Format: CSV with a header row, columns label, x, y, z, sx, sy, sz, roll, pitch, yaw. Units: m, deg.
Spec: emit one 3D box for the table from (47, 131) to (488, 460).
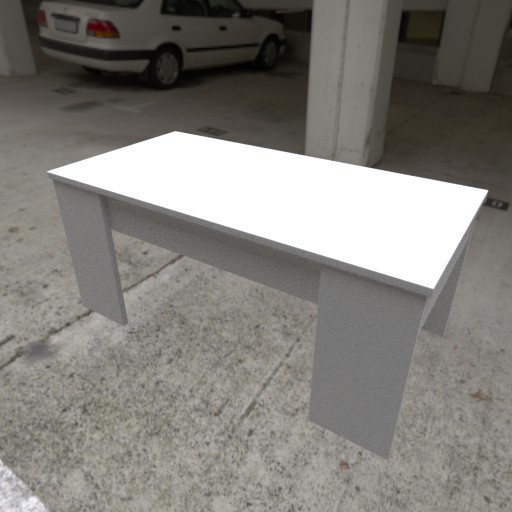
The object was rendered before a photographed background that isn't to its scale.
label,x,y,z,sx,sy,sz,roll,pitch,yaw
table,0.000,0.000,1.226,1.000,0.440,0.500,18,35,29
